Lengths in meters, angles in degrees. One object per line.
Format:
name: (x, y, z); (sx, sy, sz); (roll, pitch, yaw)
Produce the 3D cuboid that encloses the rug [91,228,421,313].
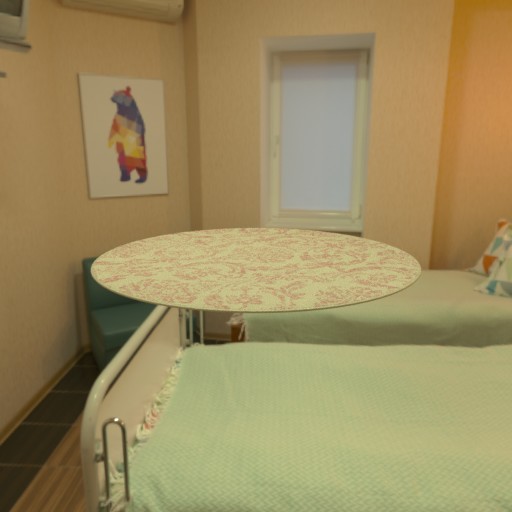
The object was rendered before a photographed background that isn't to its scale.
rug: (0.000, 0.000, 2.270); (1.593, 0.012, 1.593); (0, 14, 0)
